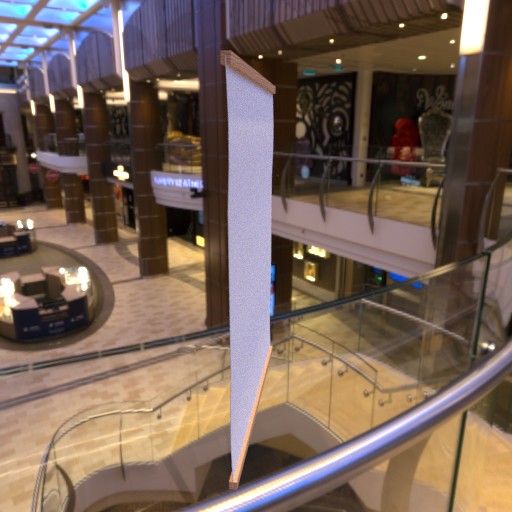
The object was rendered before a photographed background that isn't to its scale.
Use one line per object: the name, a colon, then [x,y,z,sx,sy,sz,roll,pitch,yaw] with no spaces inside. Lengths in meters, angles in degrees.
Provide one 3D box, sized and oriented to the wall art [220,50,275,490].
wall art: [0.000,0.000,1.329,0.020,1.016,0.739,2,16,9]
